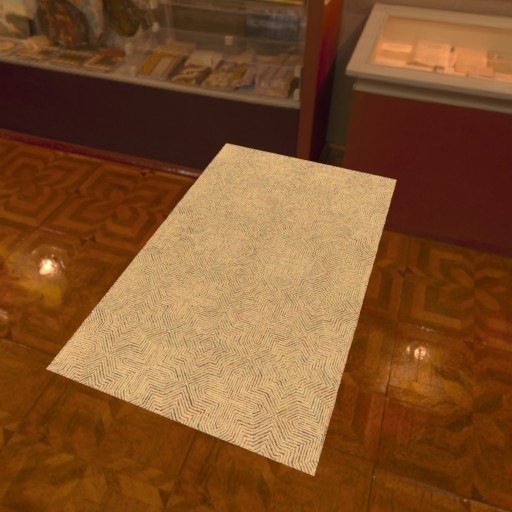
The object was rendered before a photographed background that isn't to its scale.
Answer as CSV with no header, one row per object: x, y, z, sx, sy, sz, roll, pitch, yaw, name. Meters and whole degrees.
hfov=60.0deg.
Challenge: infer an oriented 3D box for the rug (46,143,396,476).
0.000,0.000,3.014,1.519,0.007,2.428,16,48,15,rug
